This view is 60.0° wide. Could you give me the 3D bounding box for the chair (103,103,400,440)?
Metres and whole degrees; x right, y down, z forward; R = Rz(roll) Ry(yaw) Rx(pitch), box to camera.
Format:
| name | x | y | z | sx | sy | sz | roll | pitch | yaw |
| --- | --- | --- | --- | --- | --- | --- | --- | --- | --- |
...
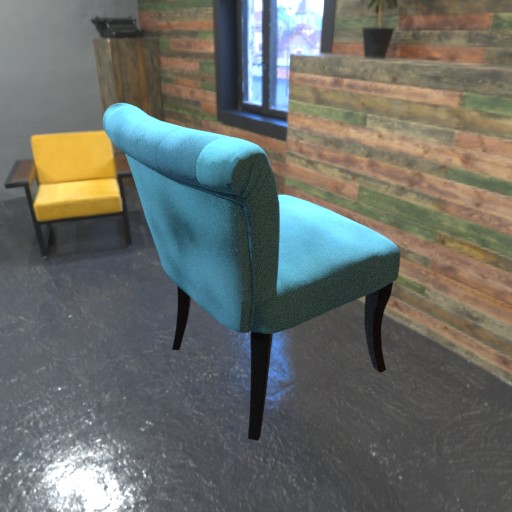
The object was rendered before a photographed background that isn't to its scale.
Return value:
| name | x | y | z | sx | sy | sz | roll | pitch | yaw |
| --- | --- | --- | --- | --- | --- | --- | --- | --- | --- |
| chair | 0.000 | 0.000 | 1.167 | 0.605 | 0.750 | 0.582 | -18 | 32 | -32 |
